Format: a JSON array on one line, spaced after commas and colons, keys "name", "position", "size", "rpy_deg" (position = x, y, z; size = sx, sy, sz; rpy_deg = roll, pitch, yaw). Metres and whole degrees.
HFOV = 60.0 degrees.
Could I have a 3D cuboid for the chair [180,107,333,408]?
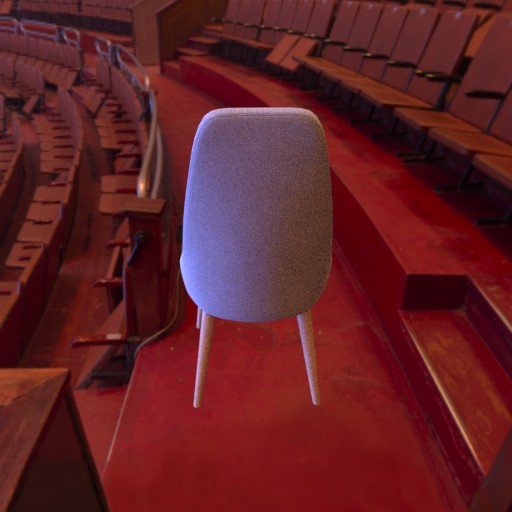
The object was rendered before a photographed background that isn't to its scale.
[{"name": "chair", "position": [0.000, 0.000, 1.406], "size": [0.510, 1.040, 0.660], "rpy_deg": [-1, 30, -1]}]
